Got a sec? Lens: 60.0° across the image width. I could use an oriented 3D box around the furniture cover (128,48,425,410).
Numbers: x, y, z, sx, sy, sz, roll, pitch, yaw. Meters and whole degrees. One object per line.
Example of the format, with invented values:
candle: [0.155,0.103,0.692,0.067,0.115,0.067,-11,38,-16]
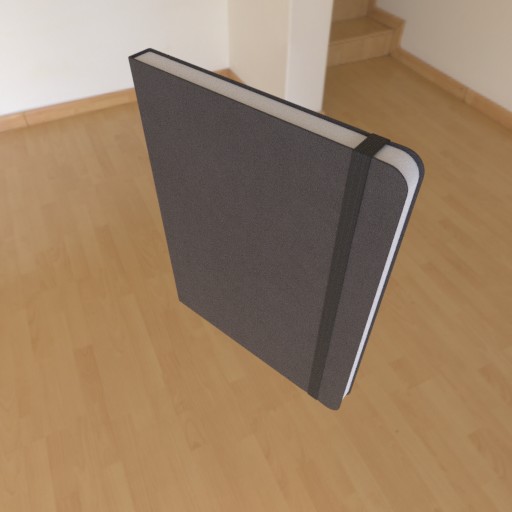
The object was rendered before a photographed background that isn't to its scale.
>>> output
furniture cover: [0.000,0.000,0.372,0.216,0.281,0.023,31,54,26]
